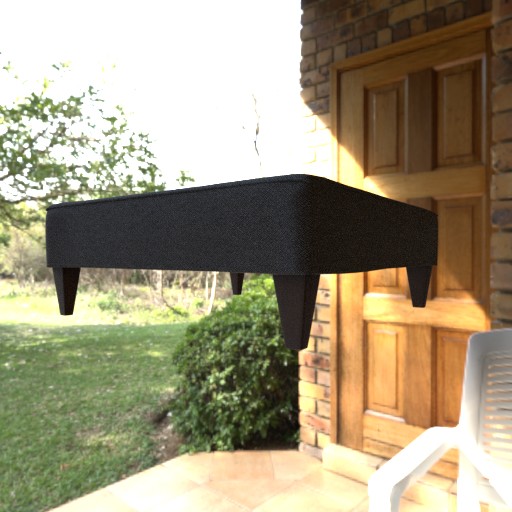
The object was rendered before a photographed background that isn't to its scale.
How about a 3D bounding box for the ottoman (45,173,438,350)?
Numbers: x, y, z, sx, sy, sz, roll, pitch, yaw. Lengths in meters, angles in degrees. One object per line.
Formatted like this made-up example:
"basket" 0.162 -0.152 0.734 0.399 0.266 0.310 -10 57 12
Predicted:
"ottoman" 0.000 0.000 1.517 0.970 0.378 0.981 0 0 36
